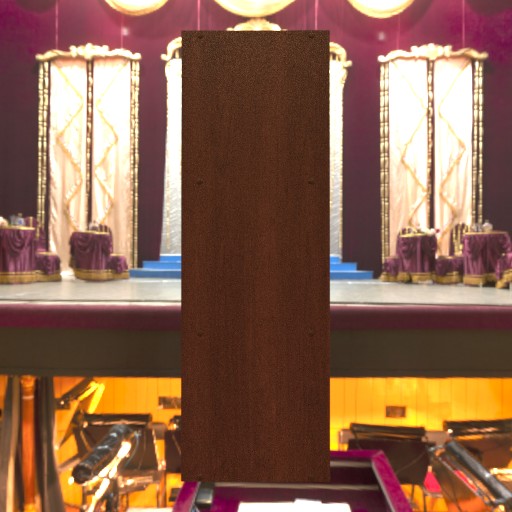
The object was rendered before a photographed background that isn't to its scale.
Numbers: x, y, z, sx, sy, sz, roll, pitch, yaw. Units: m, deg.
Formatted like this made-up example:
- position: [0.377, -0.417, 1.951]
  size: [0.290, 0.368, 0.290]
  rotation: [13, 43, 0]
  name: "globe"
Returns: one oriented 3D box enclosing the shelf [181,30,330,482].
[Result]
- position: [0.000, 0.000, 1.068]
  size: [0.290, 0.879, 0.414]
  rotation: [0, 0, 0]
  name: "shelf"
